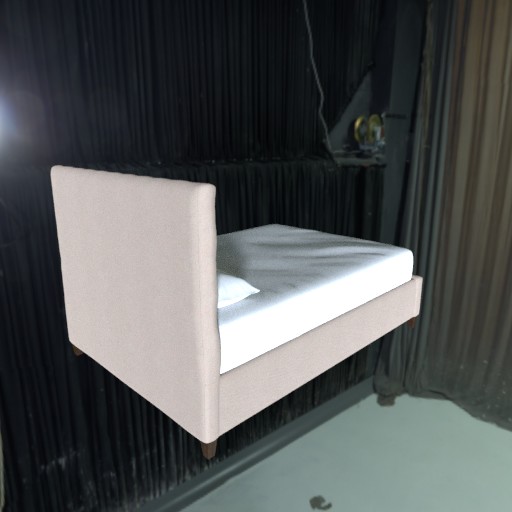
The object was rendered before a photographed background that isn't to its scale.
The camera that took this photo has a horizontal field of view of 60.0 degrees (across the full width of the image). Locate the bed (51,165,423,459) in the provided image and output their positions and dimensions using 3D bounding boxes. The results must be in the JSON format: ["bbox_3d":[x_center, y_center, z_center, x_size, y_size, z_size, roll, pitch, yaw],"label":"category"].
[{"bbox_3d":[0.000,0.000,3.472,1.698,1.427,2.387,15,21,43],"label":"bed"}]
